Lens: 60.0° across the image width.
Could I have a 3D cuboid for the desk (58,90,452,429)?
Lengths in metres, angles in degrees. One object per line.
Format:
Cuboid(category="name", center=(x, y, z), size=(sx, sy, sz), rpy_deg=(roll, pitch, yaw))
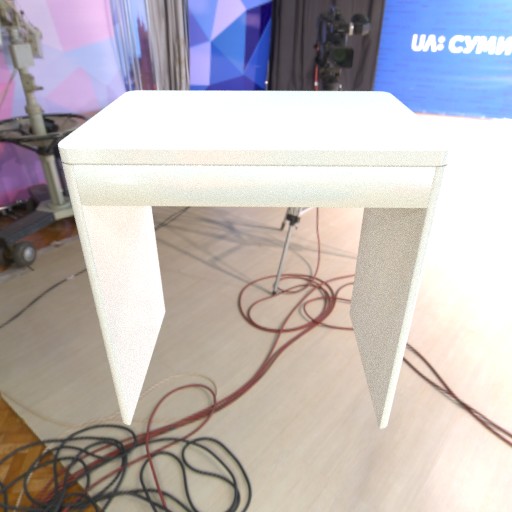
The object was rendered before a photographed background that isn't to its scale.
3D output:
Cuboid(category="desk", center=(0.000, 0.000, 1.270), size=(0.762, 0.800, 0.549), rpy_deg=(1, 31, 1))
